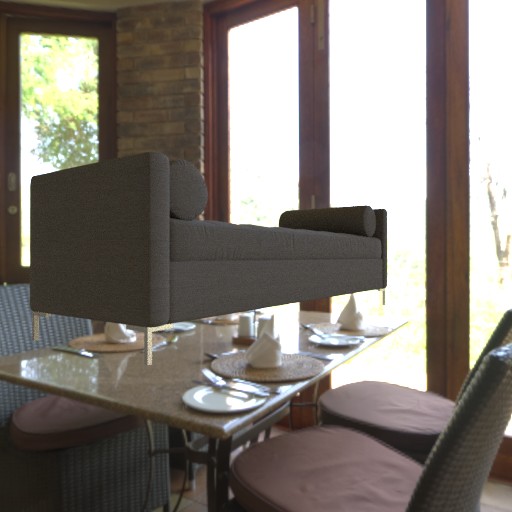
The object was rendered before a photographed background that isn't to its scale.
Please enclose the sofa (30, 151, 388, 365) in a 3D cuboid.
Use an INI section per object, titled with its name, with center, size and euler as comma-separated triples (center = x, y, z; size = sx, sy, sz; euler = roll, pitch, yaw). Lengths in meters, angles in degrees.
[sofa]
center = 0.000, 0.000, 2.269
size = 0.686, 0.635, 1.981
euler = 0, 0, 36
